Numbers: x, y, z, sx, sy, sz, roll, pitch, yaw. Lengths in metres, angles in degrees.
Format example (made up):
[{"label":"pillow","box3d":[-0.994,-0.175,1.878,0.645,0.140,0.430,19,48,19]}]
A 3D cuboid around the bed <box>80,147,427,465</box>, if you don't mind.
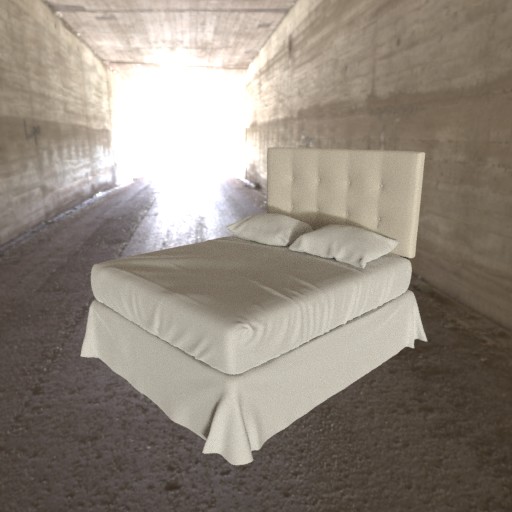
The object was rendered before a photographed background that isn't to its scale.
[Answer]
[{"label":"bed","box3d":[0.000,0.000,3.452,2.222,1.577,1.936,-15,21,-42]}]
